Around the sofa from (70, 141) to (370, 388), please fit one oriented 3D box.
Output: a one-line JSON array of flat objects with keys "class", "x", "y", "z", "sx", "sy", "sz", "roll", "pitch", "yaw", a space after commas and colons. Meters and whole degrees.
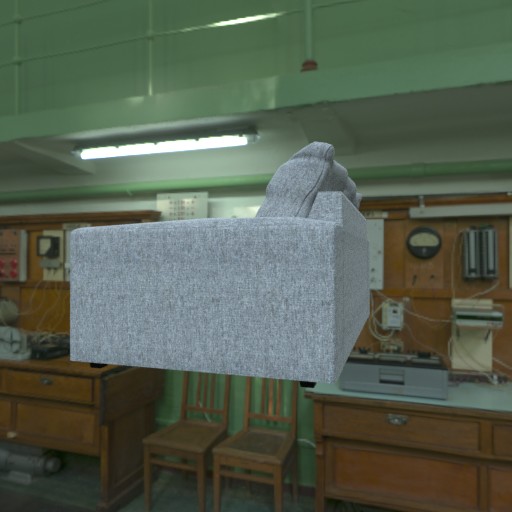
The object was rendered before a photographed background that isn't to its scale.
[{"class": "sofa", "x": 0.000, "y": 0.000, "z": 2.405, "sx": 1.094, "sy": 0.877, "sz": 1.758, "roll": 0, "pitch": 0, "yaw": 18}]
